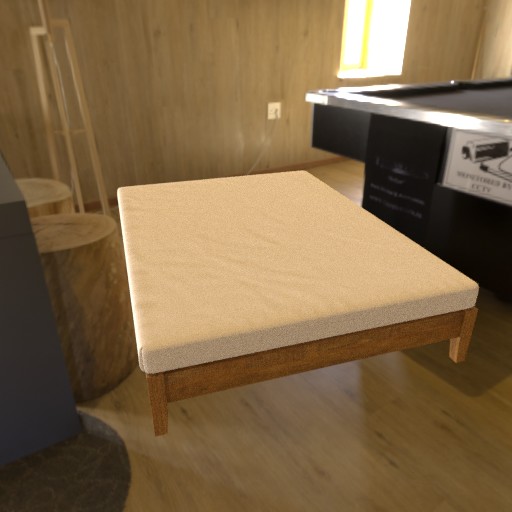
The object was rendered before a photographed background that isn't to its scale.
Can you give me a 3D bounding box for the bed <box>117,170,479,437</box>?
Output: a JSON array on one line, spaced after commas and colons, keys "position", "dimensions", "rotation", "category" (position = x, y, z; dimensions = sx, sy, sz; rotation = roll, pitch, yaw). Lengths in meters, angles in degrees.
[{"position": [0.000, 0.000, 2.745], "dimensions": [1.536, 0.431, 2.016], "rotation": [-8, 28, -16], "category": "bed"}]
